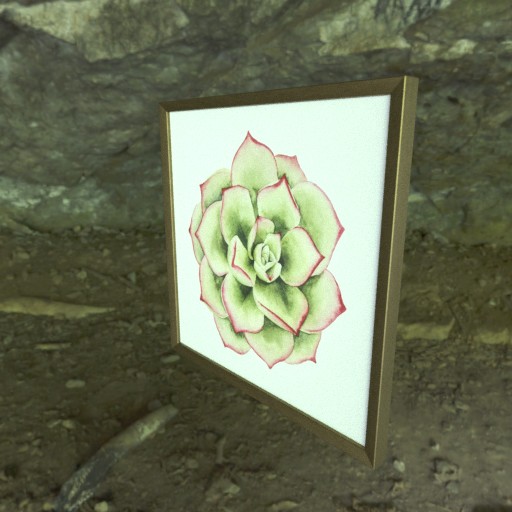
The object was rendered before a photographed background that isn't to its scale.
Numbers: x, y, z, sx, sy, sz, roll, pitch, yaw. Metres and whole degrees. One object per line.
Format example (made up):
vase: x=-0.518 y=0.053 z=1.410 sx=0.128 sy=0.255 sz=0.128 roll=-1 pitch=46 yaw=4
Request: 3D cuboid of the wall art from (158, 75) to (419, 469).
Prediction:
wall art: x=0.000 y=0.000 z=0.730 sx=0.031 sy=0.506 sz=0.503 roll=-14 pitch=20 yaw=-42
